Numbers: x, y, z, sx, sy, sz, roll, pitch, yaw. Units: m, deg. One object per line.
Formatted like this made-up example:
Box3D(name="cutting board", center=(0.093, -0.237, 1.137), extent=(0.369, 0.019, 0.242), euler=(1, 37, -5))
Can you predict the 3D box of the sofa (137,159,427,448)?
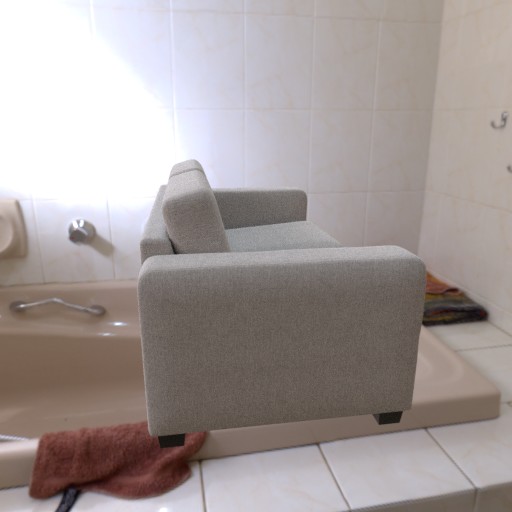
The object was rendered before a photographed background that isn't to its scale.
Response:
Box3D(name="sofa", center=(0.000, 0.000, 2.026), extent=(0.900, 0.800, 1.540), euler=(-3, 17, -9))
